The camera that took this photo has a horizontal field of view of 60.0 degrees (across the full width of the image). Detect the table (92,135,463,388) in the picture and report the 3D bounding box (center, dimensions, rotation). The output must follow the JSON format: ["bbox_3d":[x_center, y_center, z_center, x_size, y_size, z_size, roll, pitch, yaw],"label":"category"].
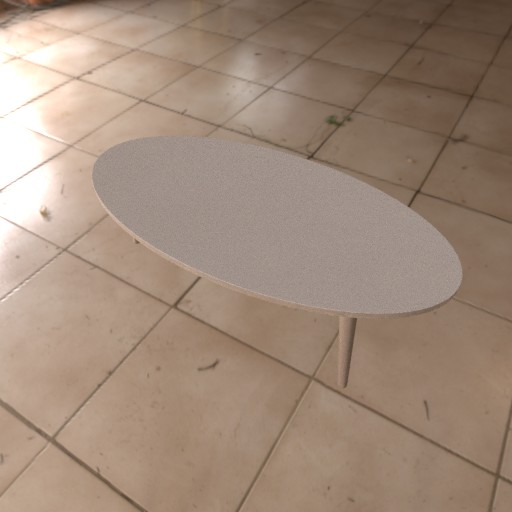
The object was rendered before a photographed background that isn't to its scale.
[{"bbox_3d":[0.000,0.000,1.340,1.083,0.390,0.542,23,50,20],"label":"table"}]
